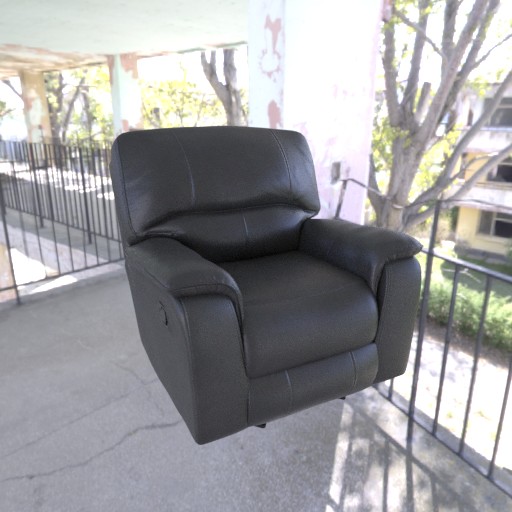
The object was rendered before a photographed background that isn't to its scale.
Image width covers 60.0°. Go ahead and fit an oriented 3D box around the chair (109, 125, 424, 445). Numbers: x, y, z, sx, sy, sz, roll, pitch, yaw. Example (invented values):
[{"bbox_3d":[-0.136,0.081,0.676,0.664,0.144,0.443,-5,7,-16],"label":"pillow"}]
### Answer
[{"bbox_3d":[0.000,0.000,1.986,1.096,1.109,1.087,-9,19,-26],"label":"chair"}]
